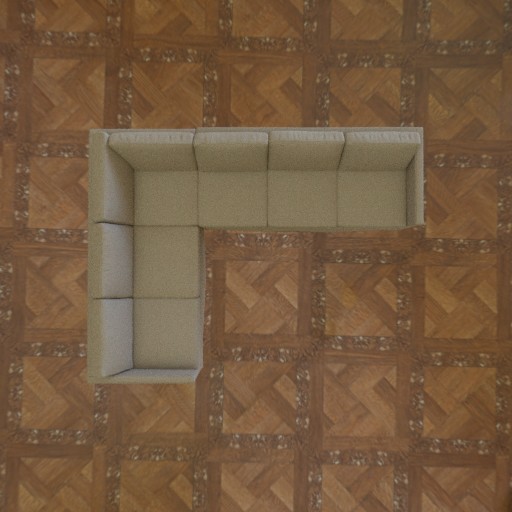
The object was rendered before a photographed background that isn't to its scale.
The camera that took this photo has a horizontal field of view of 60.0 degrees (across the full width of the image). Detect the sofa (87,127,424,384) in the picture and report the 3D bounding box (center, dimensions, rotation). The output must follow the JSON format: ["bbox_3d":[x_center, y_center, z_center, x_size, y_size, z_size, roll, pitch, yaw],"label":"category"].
[{"bbox_3d":[0.000,0.000,4.419,3.182,0.871,2.432,0,89,0],"label":"sofa"}]
